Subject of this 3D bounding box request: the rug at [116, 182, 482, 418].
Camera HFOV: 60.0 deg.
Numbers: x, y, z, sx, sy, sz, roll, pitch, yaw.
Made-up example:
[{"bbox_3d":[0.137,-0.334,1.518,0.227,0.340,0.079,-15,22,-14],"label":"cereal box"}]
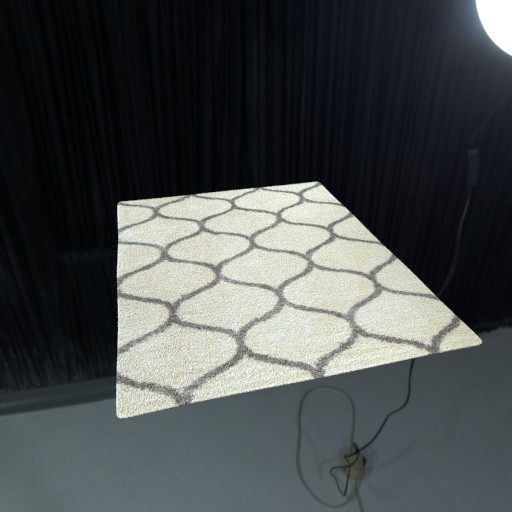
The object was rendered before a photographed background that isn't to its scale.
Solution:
[{"bbox_3d":[0.000,0.000,3.967,2.399,0.026,3.000,-8,32,-13],"label":"rug"}]
